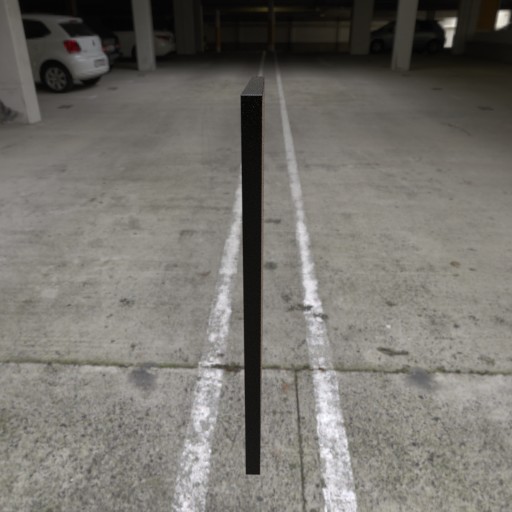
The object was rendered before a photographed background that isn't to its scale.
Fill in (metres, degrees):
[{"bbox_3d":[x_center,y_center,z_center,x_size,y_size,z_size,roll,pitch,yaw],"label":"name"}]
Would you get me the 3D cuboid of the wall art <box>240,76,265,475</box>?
[{"bbox_3d":[0.000,0.000,1.436,0.043,1.046,0.788,1,24,1],"label":"wall art"}]
